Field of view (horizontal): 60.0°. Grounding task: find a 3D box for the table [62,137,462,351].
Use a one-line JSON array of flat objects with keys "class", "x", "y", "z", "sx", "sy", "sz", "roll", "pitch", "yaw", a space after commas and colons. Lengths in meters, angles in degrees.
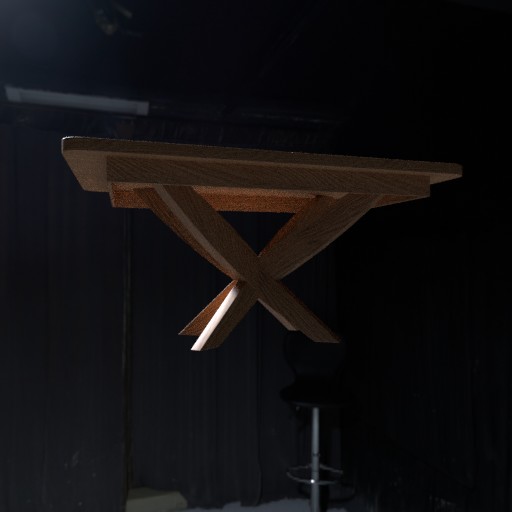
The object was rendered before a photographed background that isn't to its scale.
[{"class": "table", "x": 0.000, "y": 0.000, "z": 2.102, "sx": 1.600, "sy": 0.770, "sz": 0.950, "roll": 0, "pitch": 0, "yaw": -17}]
